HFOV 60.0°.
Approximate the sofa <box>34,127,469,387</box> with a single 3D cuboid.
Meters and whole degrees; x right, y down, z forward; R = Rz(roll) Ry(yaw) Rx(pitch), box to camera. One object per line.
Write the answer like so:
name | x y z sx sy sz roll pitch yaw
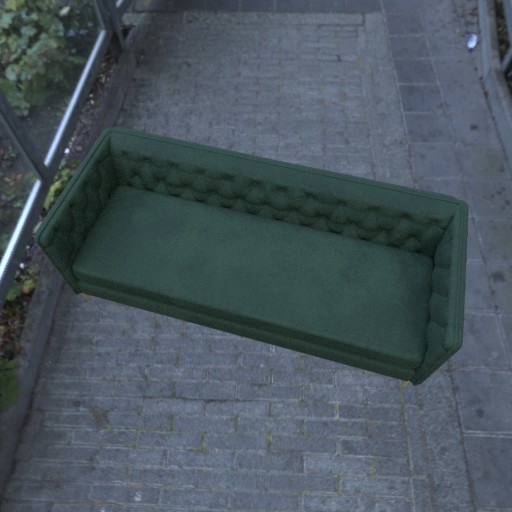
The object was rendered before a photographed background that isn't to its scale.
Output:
sofa | 0.000 0.000 2.658 2.209 0.771 0.895 14 59 8
